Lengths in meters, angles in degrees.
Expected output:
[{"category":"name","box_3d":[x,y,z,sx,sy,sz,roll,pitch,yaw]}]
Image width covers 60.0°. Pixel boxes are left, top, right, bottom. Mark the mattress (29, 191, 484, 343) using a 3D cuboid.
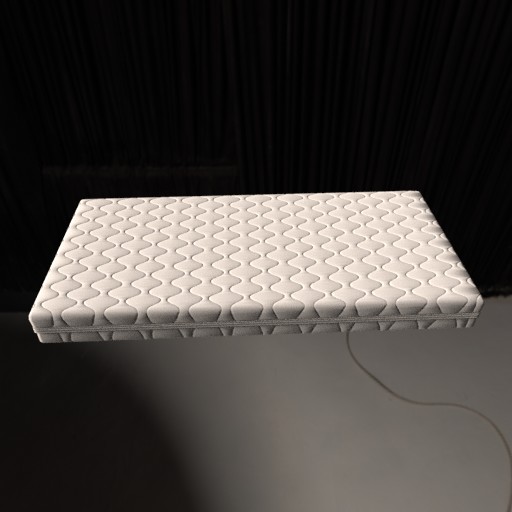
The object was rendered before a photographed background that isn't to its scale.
[{"category":"mattress","box_3d":[0.000,0.000,2.311,2.000,0.200,0.900,-2,41,-2]}]
